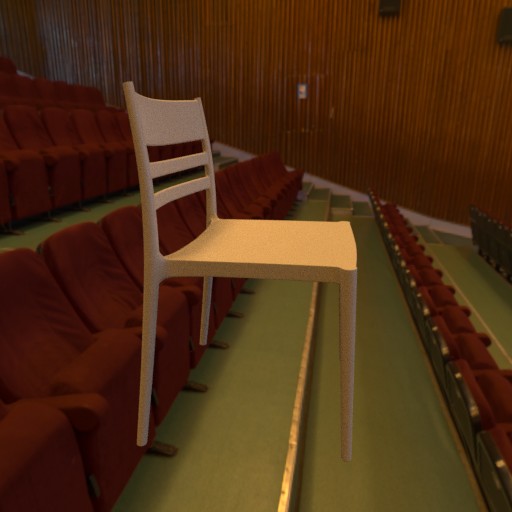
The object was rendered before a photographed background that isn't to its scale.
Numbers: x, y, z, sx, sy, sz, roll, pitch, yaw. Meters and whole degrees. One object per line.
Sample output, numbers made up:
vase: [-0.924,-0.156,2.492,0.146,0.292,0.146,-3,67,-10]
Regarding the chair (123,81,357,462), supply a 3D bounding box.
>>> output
chair: [0.000,0.000,1.137,0.511,0.800,0.531,3,16,9]
